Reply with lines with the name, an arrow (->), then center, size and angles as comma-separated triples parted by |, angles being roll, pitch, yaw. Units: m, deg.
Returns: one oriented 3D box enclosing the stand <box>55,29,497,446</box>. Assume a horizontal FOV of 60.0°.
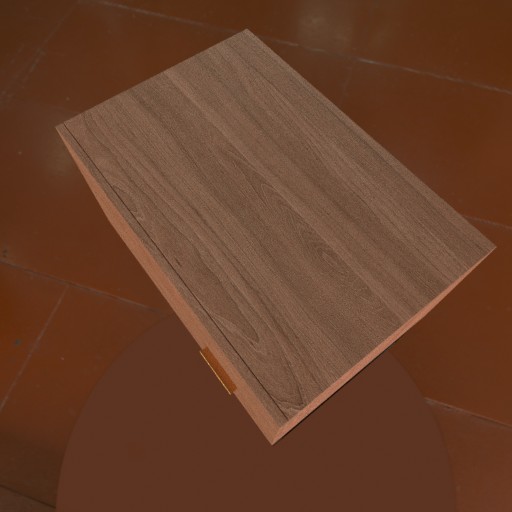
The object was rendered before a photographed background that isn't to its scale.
stand -> 0.000, 0.000, 0.915 | 0.420, 0.500, 0.600 | -35, 68, -16
